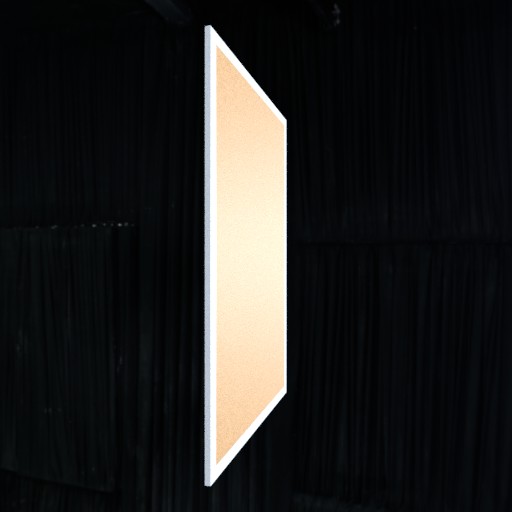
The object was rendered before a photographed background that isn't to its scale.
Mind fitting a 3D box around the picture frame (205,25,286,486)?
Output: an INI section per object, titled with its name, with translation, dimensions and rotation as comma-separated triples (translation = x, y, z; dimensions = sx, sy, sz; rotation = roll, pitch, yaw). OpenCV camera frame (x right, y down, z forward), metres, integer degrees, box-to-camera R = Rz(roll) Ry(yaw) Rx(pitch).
[picture frame]
translation = 0.000, 0.000, 1.219
dimensions = 0.013, 0.940, 0.659
rotation = 0, 0, 17
